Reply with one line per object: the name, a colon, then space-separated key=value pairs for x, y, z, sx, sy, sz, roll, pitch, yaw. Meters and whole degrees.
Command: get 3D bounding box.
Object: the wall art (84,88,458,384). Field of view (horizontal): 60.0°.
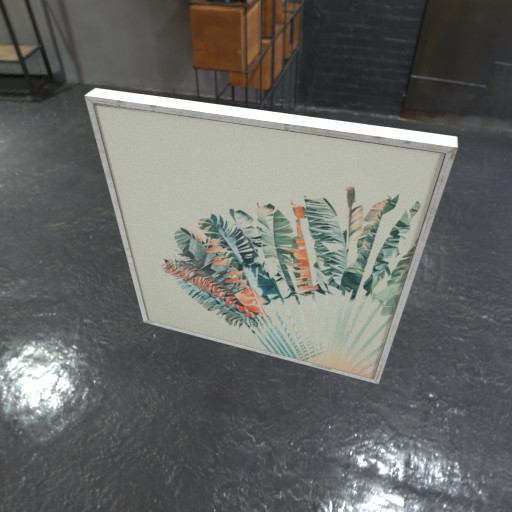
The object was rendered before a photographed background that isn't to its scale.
wall art: x=0.000 y=0.000 z=0.758 sx=0.508 sy=0.506 sz=0.029 roll=12 pitch=43 yaw=13
